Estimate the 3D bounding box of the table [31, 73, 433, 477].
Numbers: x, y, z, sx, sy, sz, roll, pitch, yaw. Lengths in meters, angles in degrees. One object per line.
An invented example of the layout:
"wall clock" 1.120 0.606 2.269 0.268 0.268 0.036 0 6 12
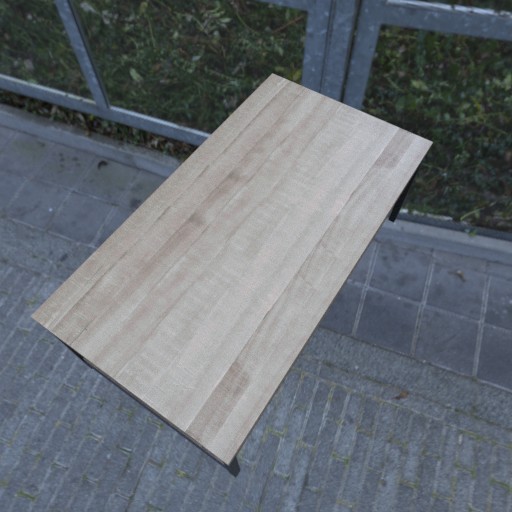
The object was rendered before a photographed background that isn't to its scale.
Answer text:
"table" 0.000 0.000 1.359 0.574 0.393 1.062 30 64 16
